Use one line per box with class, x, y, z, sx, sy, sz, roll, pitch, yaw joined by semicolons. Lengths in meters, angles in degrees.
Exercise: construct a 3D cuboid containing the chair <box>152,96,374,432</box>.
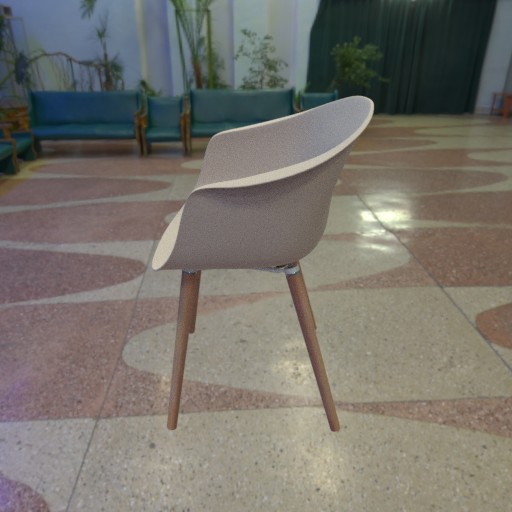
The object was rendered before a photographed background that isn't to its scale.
chair;0.000;0.000;1.157;0.504;0.781;0.593;0;26;-1
